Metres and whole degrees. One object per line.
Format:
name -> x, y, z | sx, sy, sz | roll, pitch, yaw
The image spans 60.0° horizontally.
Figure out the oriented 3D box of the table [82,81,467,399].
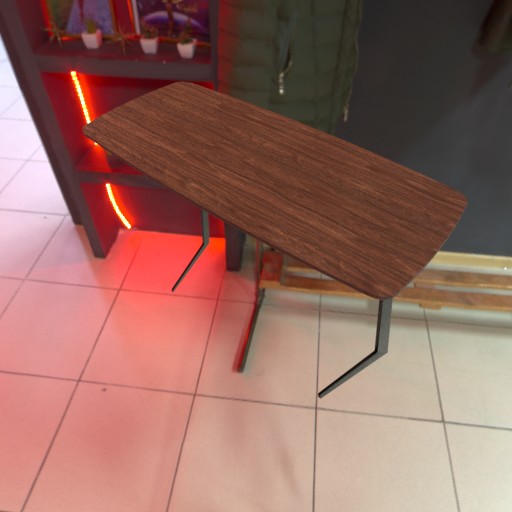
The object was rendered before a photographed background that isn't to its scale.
table -> 0.000, 0.000, 1.125 | 0.804, 0.576, 0.361 | 31, 53, 26
